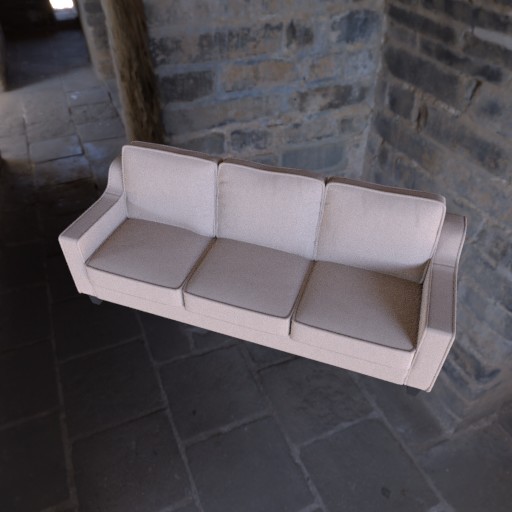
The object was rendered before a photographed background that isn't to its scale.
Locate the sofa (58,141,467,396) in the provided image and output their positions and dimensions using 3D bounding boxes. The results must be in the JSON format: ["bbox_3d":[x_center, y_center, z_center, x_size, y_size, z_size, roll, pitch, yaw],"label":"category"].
[{"bbox_3d":[0.000,0.000,2.564,2.131,0.902,0.791,13,43,15],"label":"sofa"}]
